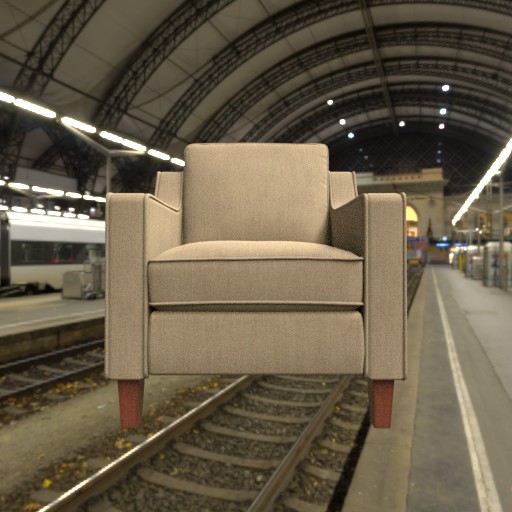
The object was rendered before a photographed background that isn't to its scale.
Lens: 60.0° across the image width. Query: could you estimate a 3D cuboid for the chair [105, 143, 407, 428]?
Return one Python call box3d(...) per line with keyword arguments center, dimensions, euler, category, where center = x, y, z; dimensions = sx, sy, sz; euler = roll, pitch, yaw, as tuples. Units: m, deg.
box3d(center=(0.000, 0.000, 1.641), dimensions=(0.831, 0.960, 0.909), euler=(0, 0, 0), category="chair")
